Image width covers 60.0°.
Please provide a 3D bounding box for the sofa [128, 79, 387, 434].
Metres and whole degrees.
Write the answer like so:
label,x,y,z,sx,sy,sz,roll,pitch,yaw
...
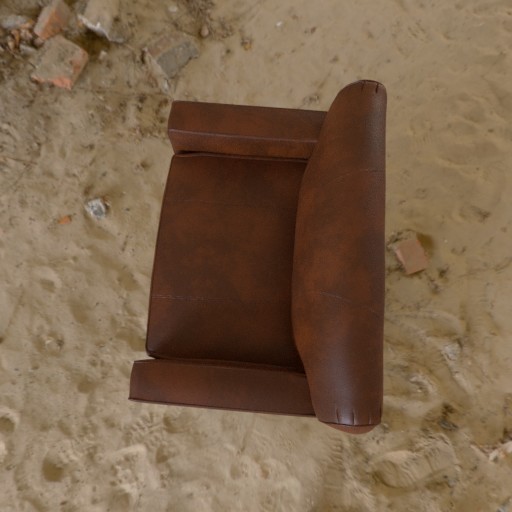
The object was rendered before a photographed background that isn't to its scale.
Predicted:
label,x,y,z,sx,sy,sz,roll,pitch,yaw
sofa,0.000,0.000,2.084,1.000,0.956,1.413,5,76,1
